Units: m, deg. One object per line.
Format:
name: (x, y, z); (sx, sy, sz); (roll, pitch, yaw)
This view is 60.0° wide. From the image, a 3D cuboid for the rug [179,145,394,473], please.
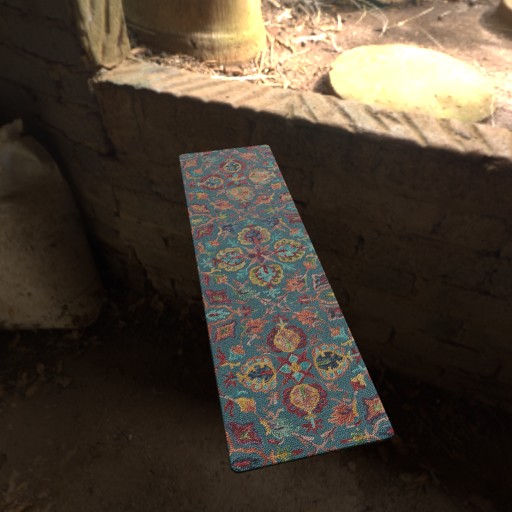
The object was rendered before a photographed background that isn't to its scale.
rug: (0.000, 0.000, 2.550); (0.686, 0.013, 2.286); (-9, 46, -8)
